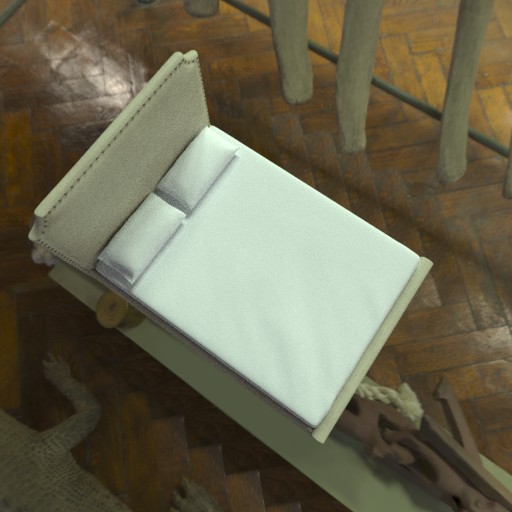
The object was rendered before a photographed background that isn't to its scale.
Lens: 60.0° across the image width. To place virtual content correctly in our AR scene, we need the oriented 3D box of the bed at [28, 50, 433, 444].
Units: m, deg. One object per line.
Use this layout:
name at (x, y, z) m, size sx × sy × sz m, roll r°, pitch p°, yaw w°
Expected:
bed at (0.000, 0.000, 3.351) m, size 2.372 × 1.443 × 1.712 m, roll 34°, pitch 77°, yaw 9°
